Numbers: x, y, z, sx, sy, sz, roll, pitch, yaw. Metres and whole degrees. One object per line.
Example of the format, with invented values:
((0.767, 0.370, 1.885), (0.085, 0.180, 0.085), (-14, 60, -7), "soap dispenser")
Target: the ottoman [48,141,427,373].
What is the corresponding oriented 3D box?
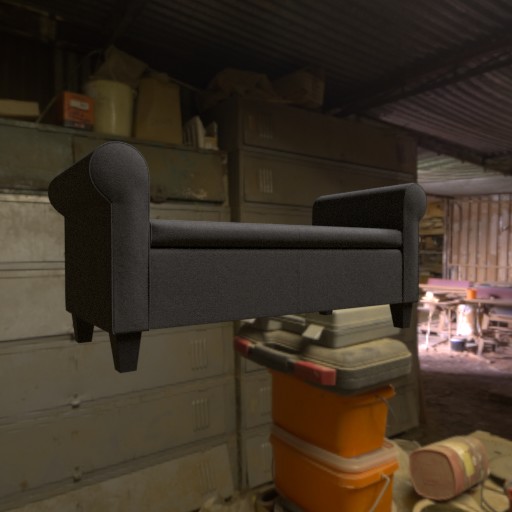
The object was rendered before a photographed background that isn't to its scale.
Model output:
((0.000, 0.000, 1.555), (1.256, 0.547, 0.521), (0, 1, -35), "ottoman")
